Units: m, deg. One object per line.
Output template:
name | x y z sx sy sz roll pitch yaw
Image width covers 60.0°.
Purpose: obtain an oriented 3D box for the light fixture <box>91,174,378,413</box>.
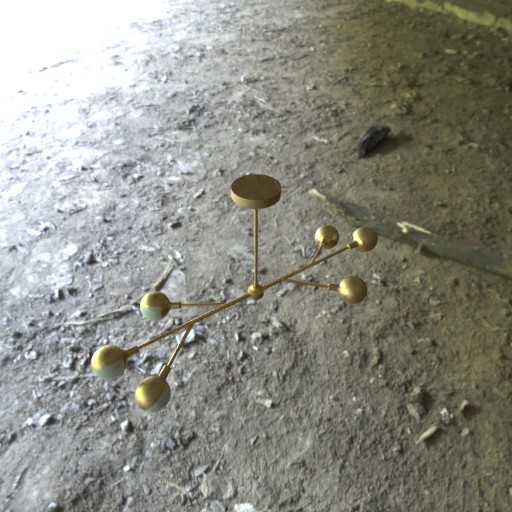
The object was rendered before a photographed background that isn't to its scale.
light fixture | 0.000 0.000 1.004 0.778 0.362 0.434 -12 41 -14
